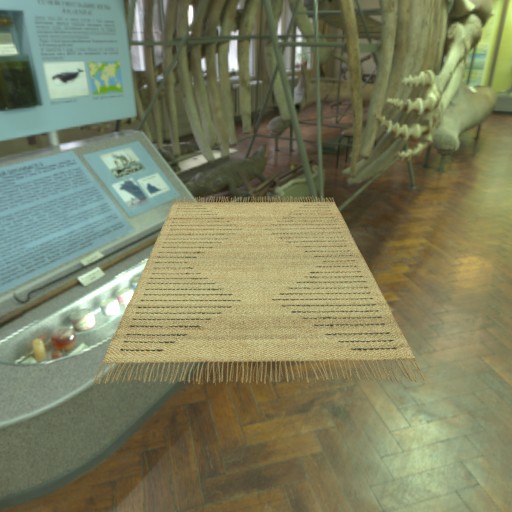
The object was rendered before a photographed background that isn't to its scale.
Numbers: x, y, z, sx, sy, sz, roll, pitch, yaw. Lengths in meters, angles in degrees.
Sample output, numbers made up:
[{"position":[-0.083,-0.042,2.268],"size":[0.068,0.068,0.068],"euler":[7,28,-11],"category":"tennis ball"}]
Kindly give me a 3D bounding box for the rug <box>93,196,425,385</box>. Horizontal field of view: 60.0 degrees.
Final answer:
[{"position":[0.000,0.000,2.544],"size":[1.224,0.027,2.085],"euler":[0,26,-1],"category":"rug"}]
